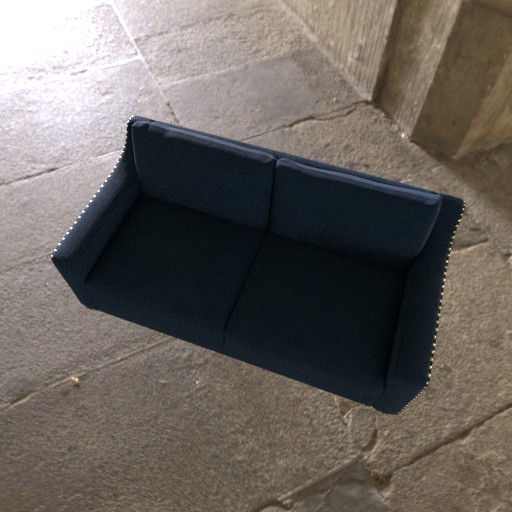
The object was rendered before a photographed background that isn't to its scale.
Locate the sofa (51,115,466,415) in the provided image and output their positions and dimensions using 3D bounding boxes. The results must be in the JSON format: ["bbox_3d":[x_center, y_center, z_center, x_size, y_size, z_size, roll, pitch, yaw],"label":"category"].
[{"bbox_3d":[0.000,0.000,2.668,2.107,0.983,1.104,17,59,11],"label":"sofa"}]
